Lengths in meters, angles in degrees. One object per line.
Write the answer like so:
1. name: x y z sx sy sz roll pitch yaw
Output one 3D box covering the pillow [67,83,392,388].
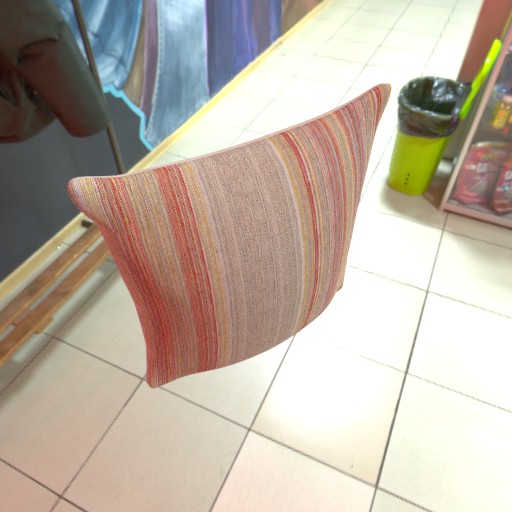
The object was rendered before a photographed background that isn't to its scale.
1. pillow: 0.000 0.000 0.689 0.451 0.449 0.191 -24 51 -22
